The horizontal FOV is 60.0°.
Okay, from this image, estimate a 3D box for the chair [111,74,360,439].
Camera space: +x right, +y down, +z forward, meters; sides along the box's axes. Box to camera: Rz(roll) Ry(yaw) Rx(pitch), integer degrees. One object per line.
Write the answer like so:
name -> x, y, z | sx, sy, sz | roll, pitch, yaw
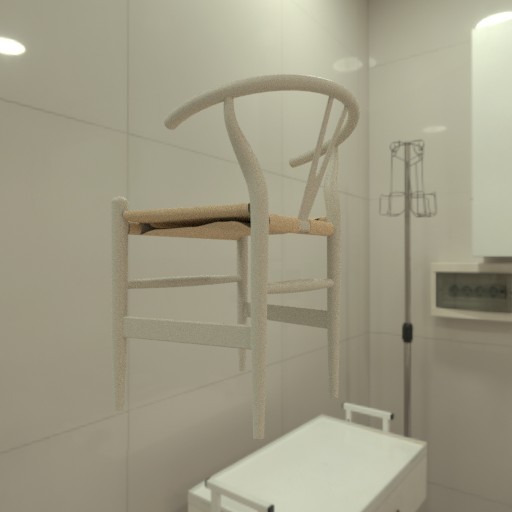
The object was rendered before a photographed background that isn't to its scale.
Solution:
chair -> 0.000, 0.000, 1.109 | 0.500, 0.736, 0.533 | 0, -1, 37
